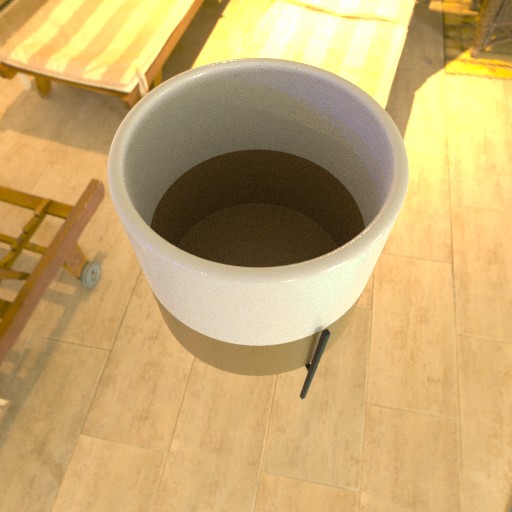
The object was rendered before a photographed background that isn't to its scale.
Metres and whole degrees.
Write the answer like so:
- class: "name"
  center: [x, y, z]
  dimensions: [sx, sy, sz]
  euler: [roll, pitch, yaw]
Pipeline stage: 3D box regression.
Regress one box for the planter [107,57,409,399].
- class: "planter"
  center: [0.000, 0.000, 0.629]
  dimensions: [0.310, 0.432, 0.310]
  euler: [15, 60, 9]
